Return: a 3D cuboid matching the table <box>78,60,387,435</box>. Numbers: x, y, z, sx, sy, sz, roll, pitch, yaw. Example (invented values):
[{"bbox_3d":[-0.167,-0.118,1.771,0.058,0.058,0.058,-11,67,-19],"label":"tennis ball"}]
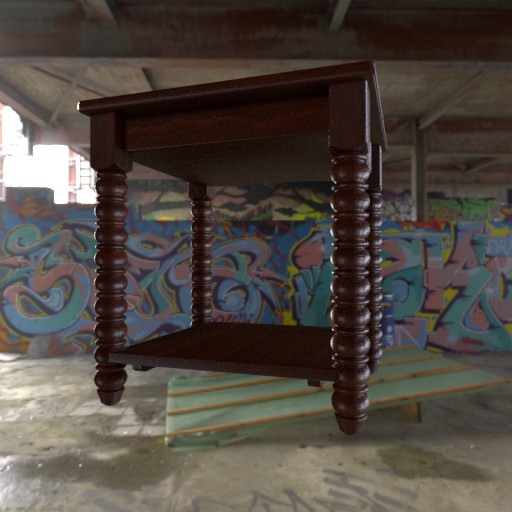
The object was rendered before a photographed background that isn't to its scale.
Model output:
[{"bbox_3d":[0.000,0.000,0.964,0.533,0.567,0.500,0,-1,19],"label":"table"}]
